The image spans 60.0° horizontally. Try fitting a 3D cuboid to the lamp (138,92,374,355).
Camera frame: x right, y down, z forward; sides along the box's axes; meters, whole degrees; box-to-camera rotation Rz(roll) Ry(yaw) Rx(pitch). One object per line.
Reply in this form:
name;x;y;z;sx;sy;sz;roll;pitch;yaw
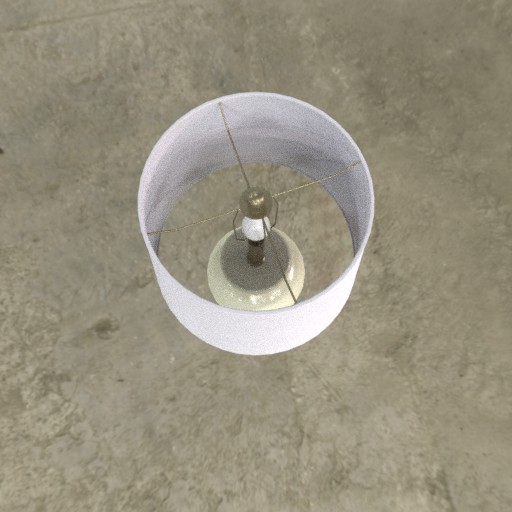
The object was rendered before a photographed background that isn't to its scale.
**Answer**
lamp;0.000;0.000;0.545;0.239;0.399;0.239;0;76;0
